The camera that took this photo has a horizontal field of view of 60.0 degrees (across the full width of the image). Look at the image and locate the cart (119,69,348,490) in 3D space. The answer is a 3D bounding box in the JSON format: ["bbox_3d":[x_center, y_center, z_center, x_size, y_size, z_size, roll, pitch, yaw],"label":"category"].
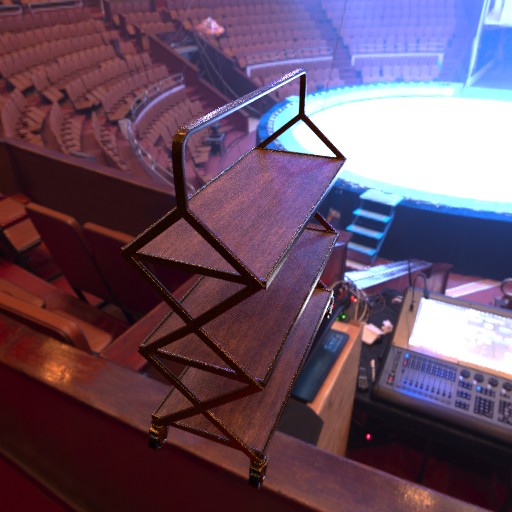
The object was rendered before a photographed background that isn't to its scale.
[{"bbox_3d":[0.000,0.000,1.136,0.313,0.805,0.723,12,33,18],"label":"cart"}]
